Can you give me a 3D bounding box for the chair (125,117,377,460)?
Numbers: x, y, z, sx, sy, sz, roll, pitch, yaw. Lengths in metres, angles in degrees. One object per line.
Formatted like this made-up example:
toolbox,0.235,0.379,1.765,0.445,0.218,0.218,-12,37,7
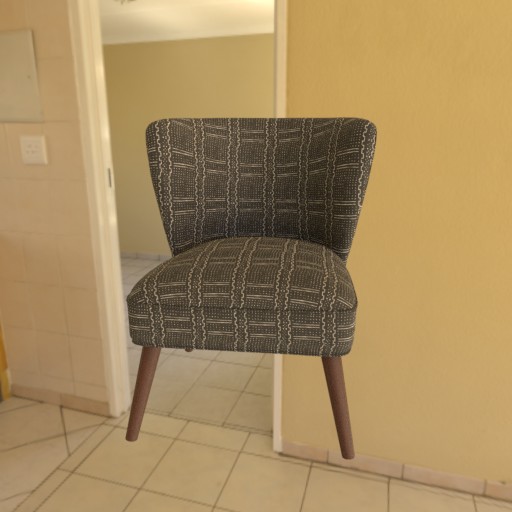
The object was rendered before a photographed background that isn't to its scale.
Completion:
chair,0.000,0.000,1.407,0.710,0.866,0.758,2,15,7
